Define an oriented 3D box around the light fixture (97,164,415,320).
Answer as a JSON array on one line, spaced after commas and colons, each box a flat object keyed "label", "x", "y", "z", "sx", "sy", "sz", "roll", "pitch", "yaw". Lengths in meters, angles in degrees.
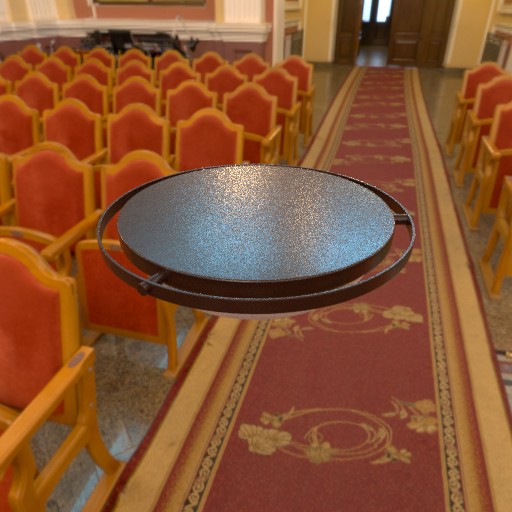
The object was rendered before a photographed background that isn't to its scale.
[{"label": "light fixture", "x": 0.000, "y": 0.000, "z": 0.555, "sx": 0.361, "sy": 0.130, "sz": 0.361, "roll": 0, "pitch": 30, "yaw": 0}]
